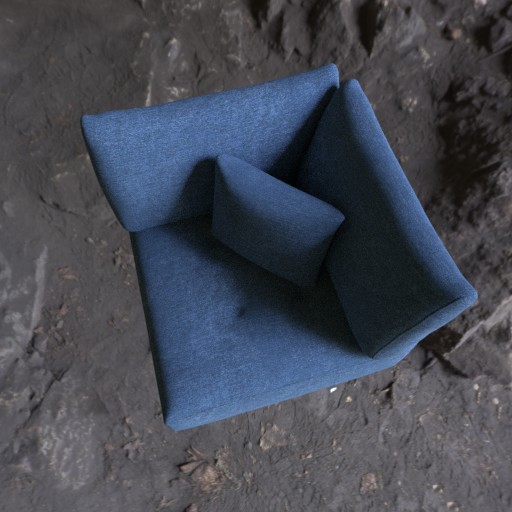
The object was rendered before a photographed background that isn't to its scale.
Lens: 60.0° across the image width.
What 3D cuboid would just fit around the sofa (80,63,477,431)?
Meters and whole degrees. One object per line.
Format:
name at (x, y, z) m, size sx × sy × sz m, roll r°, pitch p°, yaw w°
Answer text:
sofa at (0.000, 0.000, 1.697) m, size 1.000 × 0.820 × 1.000 m, roll -15°, pitch 64°, yaw -7°
